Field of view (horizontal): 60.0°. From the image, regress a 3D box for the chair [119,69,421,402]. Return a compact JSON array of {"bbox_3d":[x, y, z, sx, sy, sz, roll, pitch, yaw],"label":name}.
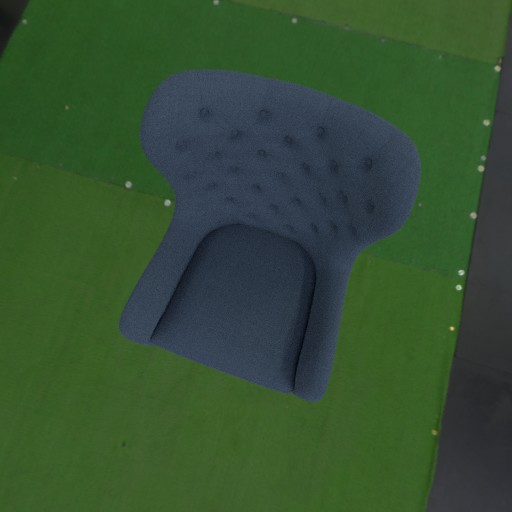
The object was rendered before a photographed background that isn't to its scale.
[{"bbox_3d":[0.000,0.000,1.734,0.831,1.079,0.930,18,77,4],"label":"chair"}]
